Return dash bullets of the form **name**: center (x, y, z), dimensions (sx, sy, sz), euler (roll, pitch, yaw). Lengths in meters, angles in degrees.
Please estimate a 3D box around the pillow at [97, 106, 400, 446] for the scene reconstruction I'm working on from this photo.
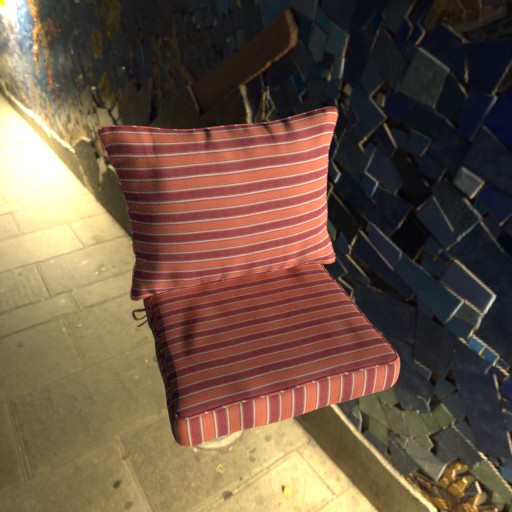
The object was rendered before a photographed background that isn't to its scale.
- **pillow**: center (0.000, 0.000, 1.375), dimensions (0.799, 0.723, 0.733), euler (-10, 34, -16)
